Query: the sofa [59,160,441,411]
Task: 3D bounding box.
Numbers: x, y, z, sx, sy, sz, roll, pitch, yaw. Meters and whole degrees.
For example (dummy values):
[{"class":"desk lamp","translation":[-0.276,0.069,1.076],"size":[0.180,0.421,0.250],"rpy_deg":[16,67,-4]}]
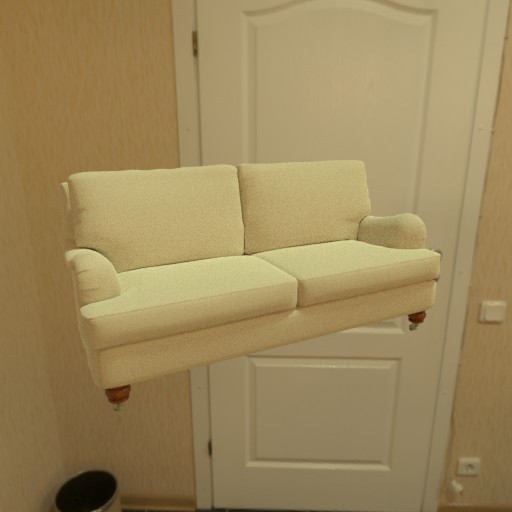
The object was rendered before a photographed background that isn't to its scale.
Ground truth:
[{"class":"sofa","translation":[0.000,0.000,2.747],"size":[2.159,1.087,1.086],"rpy_deg":[-8,18,-26]}]
